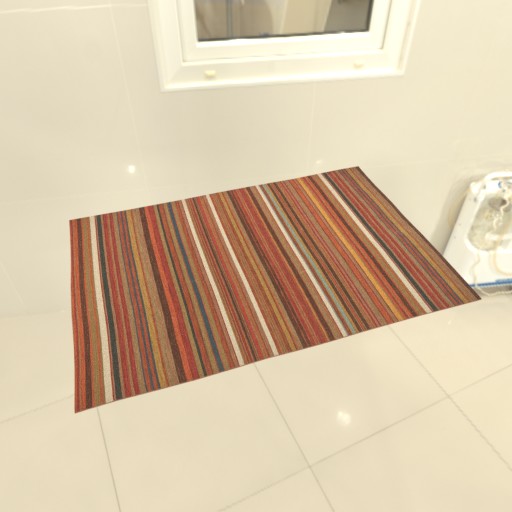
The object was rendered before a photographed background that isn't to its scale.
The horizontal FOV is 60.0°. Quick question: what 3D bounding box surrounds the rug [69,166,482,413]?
[{"bbox_3d":[0.000,0.000,2.288,1.828,0.007,1.217,-13,45,-13],"label":"rug"}]
